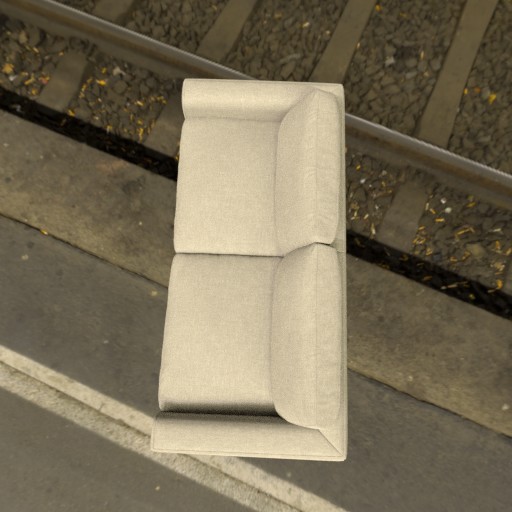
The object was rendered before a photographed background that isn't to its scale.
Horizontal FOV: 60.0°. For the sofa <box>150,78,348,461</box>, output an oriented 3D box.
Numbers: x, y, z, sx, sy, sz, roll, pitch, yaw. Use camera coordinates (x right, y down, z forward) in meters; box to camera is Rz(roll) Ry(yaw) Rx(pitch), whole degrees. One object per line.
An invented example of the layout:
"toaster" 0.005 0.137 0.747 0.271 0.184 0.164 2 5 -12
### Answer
"sofa" 0.000 0.000 2.719 1.070 0.801 2.262 2 76 1
